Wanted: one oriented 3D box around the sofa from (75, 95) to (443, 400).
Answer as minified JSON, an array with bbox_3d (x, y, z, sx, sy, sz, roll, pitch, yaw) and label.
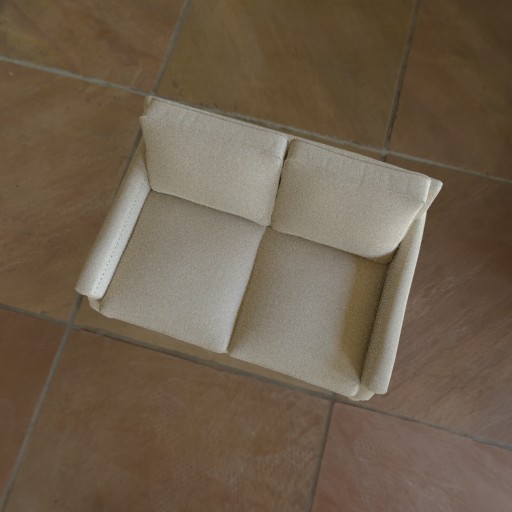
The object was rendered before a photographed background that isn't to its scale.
[{"bbox_3d":[0.000,0.000,2.349,1.597,1.003,1.084,18,76,5],"label":"sofa"}]
